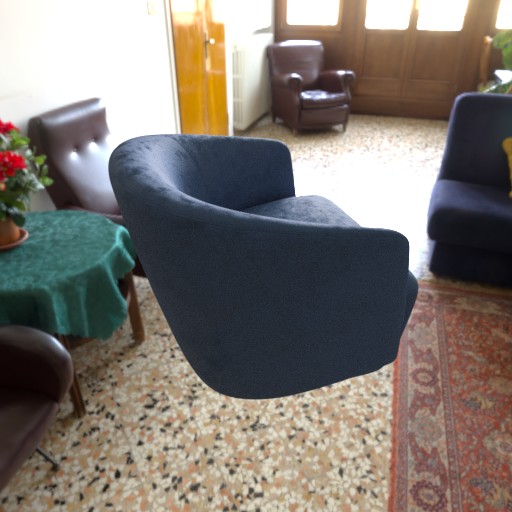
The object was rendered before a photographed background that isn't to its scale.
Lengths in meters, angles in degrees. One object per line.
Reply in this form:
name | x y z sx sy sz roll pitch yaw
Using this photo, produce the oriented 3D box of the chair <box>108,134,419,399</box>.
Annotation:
chair | 0.000 0.000 1.358 0.767 0.698 0.773 -10 32 -16
